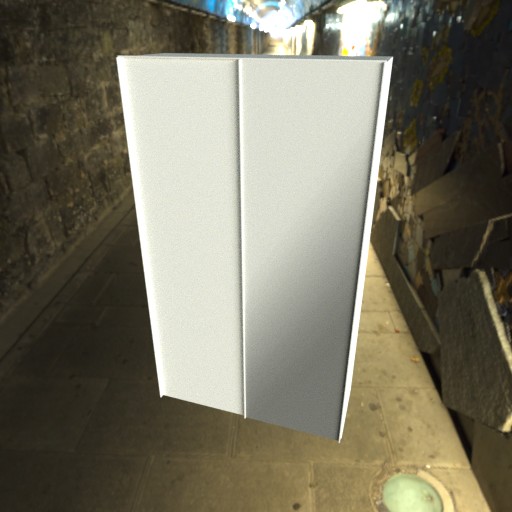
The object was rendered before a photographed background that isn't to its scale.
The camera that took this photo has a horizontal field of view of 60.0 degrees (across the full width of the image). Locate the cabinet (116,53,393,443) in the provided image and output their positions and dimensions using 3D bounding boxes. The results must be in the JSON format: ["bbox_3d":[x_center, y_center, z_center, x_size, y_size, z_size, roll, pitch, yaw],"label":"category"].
[{"bbox_3d":[0.000,0.000,2.618,1.250,2.160,0.480,8,28,16],"label":"cabinet"}]
